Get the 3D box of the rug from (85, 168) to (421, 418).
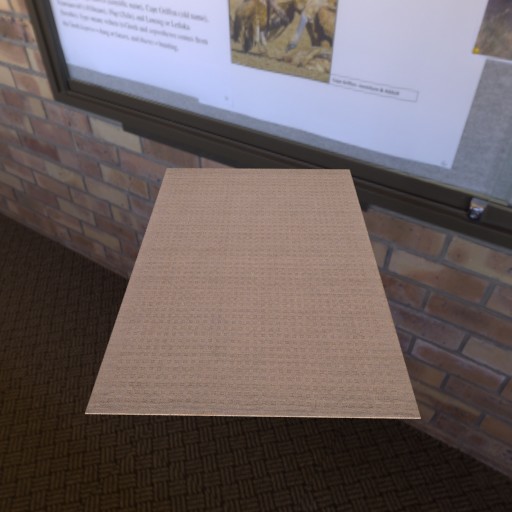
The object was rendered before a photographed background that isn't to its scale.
[{"bbox_3d":[0.000,0.000,3.712,1.981,0.006,2.895,1,41,1],"label":"rug"}]
